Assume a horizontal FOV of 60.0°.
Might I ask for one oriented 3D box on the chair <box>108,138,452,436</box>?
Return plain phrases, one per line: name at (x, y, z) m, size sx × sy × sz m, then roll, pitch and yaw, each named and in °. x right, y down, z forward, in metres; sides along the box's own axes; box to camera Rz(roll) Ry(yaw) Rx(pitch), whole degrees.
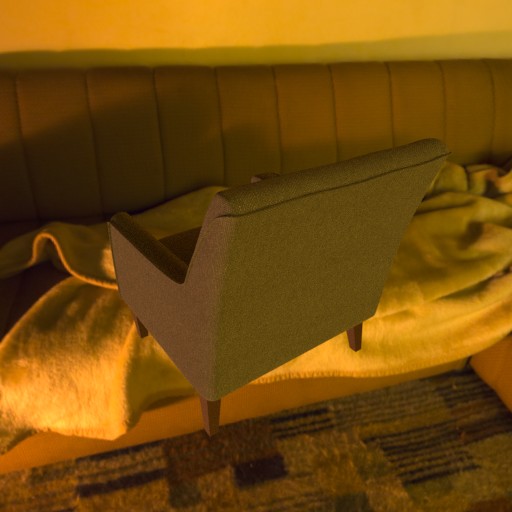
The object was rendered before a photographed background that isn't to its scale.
chair at (0.000, 0.000, 1.610) m, size 0.780 × 0.919 × 0.899 m, roll -20°, pitch 36°, yaw -31°
